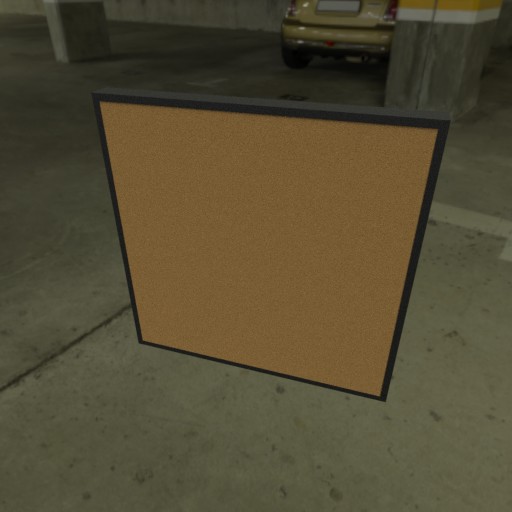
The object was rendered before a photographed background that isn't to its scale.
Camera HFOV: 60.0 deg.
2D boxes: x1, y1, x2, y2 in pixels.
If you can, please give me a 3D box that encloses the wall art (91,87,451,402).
[{"bbox_3d":[0.000,0.000,0.754,0.509,0.509,0.040,10,33,15],"label":"wall art"}]
